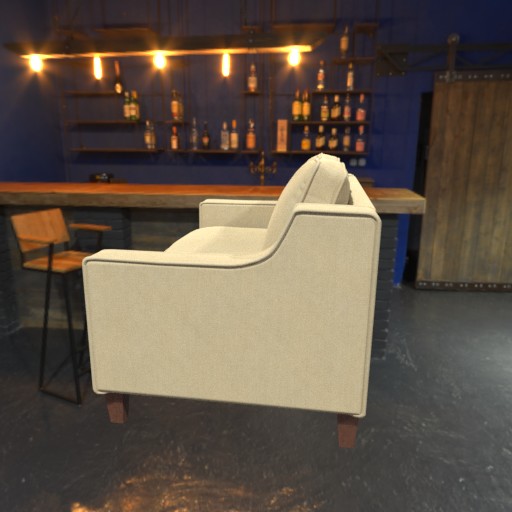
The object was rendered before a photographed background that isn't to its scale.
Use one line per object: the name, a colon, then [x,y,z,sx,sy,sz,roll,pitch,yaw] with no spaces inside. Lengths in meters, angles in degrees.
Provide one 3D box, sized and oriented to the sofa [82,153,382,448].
sofa: [0.000,0.000,2.157,0.987,0.971,1.501,2,15,9]
